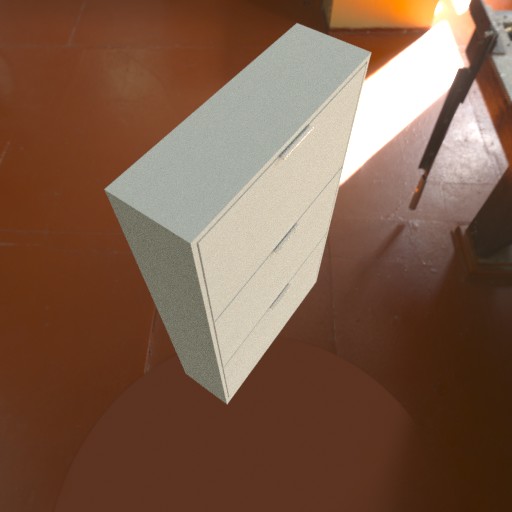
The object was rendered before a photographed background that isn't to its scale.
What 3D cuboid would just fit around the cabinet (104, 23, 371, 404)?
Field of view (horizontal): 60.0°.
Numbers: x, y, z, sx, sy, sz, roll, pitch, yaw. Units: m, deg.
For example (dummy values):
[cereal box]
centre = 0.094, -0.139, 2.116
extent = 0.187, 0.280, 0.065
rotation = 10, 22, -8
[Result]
[cabinet]
centre = 0.000, 0.000, 1.598
extent = 0.250, 1.280, 0.750
rotation = 31, 63, 18
